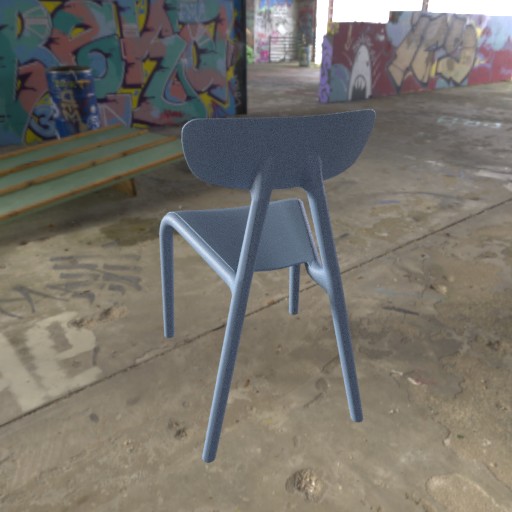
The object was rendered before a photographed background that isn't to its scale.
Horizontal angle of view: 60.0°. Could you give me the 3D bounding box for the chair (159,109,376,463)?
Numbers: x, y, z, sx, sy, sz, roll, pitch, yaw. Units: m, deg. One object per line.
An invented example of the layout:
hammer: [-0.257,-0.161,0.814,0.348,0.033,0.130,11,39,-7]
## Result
chair: [0.000,0.000,0.858,0.356,0.580,0.401,-8,28,-16]
